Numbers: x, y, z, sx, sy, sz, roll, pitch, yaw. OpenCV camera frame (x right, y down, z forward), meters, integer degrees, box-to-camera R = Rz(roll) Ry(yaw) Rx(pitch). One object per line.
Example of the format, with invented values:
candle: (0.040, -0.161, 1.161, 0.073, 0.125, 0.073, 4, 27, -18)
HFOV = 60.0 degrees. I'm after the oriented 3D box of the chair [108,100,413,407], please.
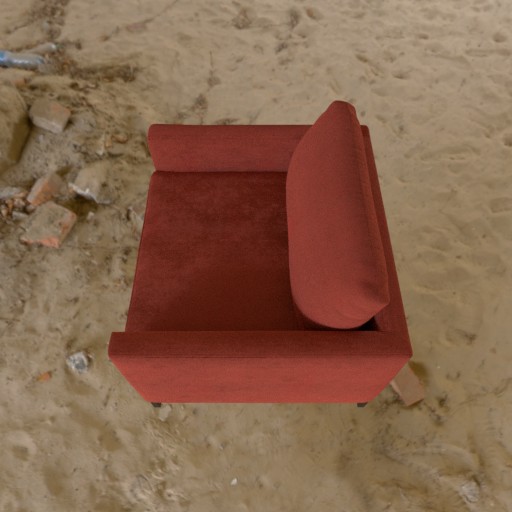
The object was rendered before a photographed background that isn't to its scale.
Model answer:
chair: (0.000, 0.000, 1.642, 0.875, 0.812, 0.964, 0, 58, 0)
